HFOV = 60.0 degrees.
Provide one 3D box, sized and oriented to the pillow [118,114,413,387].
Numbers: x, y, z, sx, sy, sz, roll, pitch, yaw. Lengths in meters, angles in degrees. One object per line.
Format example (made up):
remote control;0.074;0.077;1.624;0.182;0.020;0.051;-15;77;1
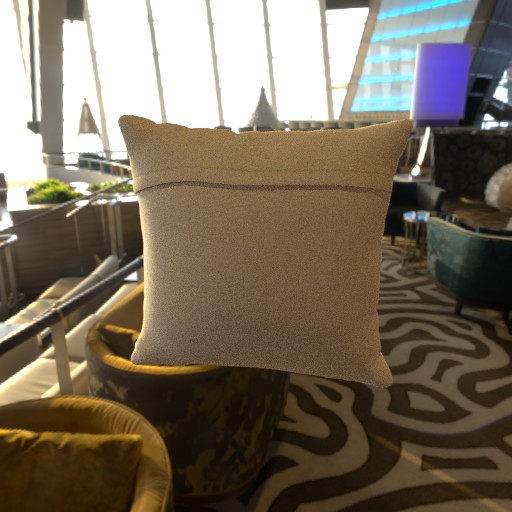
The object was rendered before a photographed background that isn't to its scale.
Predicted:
pillow;0.000;0.000;0.830;0.536;0.506;0.229;3;17;9
